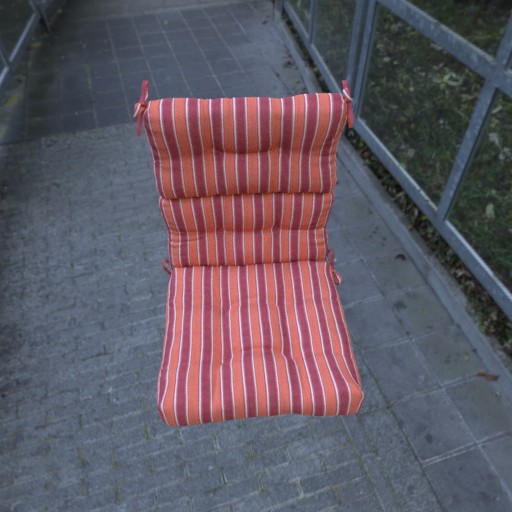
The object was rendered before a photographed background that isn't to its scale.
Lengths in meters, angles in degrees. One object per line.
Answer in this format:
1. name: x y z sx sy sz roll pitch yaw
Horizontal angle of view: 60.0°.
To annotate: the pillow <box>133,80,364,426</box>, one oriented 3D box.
1. pillow: 0.000 0.000 1.030 0.519 0.605 0.571 -3 47 -3
